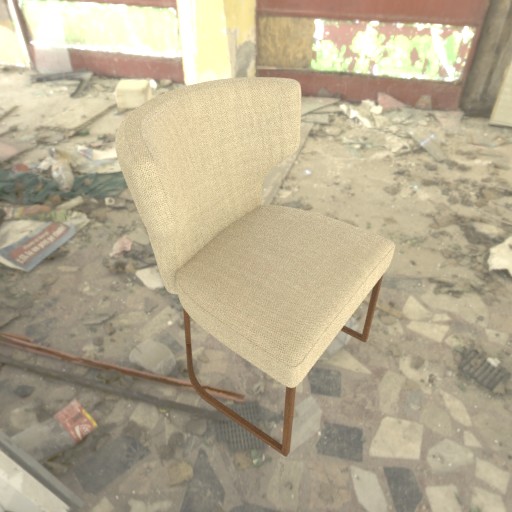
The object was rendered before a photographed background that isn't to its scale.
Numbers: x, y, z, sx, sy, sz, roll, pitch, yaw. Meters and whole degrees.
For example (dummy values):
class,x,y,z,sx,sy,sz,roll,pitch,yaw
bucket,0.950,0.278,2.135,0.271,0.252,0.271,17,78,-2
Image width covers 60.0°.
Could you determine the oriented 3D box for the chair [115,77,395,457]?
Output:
class,x,y,z,sx,sy,sz,roll,pitch,yaw
chair,0.000,0.000,1.261,0.617,0.824,0.611,25,46,27
